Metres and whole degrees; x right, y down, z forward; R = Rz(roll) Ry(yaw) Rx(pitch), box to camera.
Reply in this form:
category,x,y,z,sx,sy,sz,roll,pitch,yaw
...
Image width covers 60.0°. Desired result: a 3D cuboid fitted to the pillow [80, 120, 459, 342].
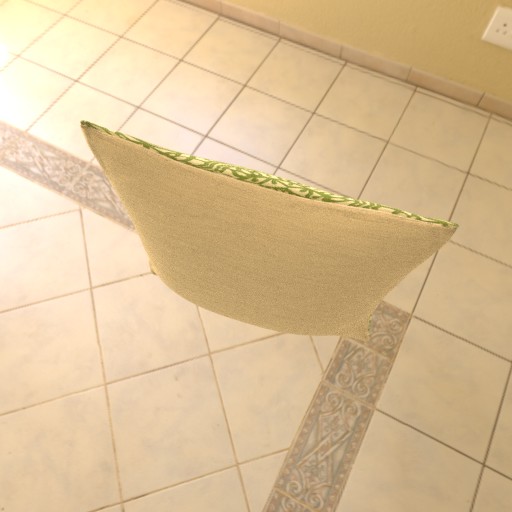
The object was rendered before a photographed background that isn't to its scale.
category,x,y,z,sx,sy,sz,roll,pitch,yaw
pillow,0.000,0.000,0.666,0.440,0.419,0.162,17,65,8
